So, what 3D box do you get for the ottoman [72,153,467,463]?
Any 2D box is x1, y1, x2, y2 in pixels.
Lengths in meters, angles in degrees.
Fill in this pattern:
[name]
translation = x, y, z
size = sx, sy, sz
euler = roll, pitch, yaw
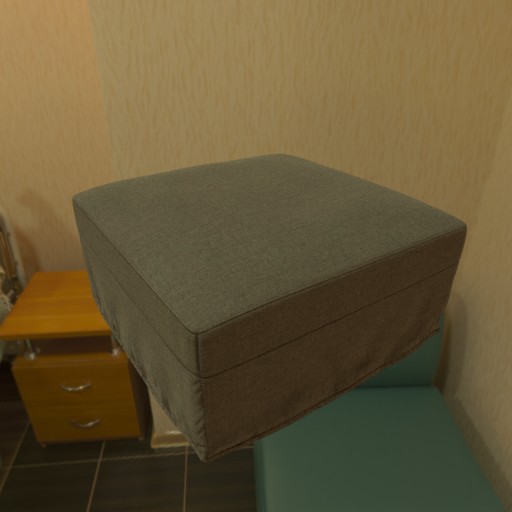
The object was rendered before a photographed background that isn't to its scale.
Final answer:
[ottoman]
translation = 0.000, 0.000, 1.336
size = 0.840, 0.436, 0.843
euler = -18, 33, -30
